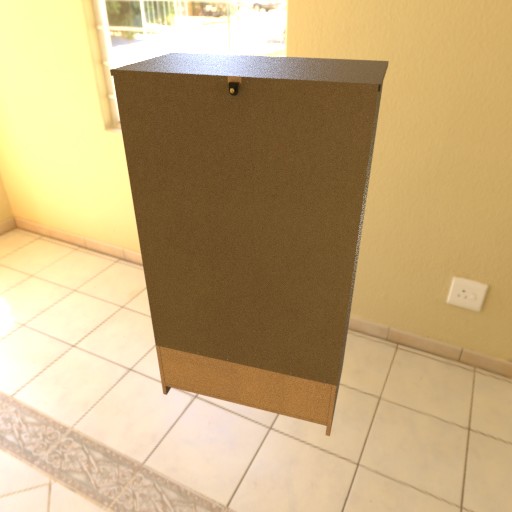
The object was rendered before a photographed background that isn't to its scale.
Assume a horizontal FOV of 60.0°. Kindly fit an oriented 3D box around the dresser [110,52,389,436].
[{"bbox_3d":[0.000,0.000,1.570,0.704,1.254,0.418,9,33,14],"label":"dresser"}]
